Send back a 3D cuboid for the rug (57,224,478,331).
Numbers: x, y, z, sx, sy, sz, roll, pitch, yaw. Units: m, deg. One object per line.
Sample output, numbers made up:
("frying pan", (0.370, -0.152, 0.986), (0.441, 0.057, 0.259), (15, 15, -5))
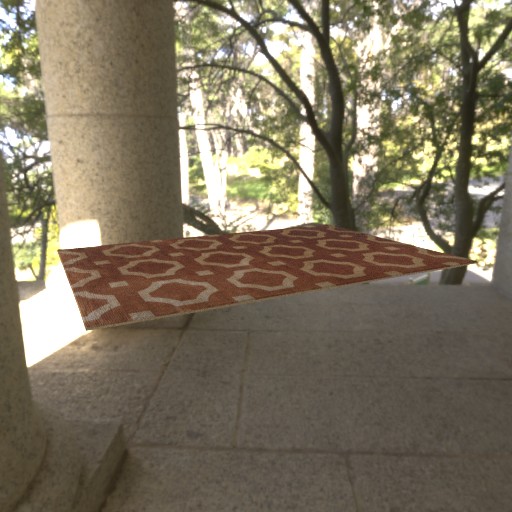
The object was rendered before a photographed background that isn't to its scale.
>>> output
("rug", (0.000, 0.000, 2.890), (2.286, 0.016, 1.555), (-7, 15, -27))
